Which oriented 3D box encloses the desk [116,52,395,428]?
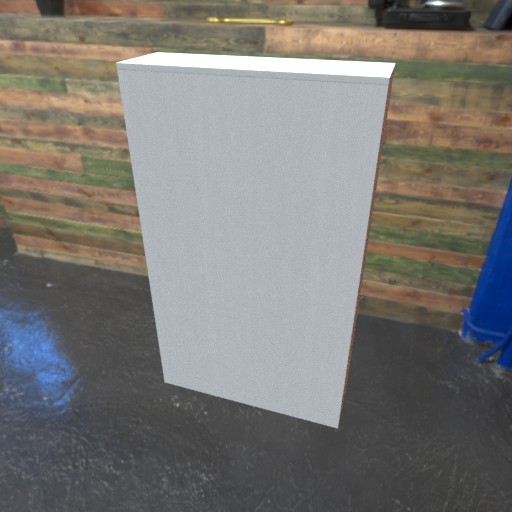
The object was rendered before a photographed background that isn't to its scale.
[{"bbox_3d":[0.000,0.000,1.585,0.750,1.280,0.250,10,33,15],"label":"desk"}]
